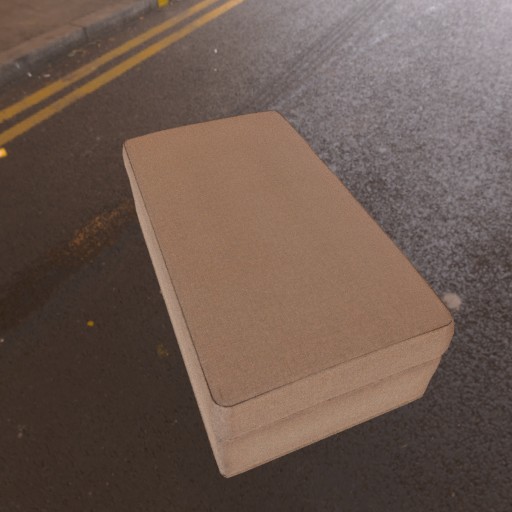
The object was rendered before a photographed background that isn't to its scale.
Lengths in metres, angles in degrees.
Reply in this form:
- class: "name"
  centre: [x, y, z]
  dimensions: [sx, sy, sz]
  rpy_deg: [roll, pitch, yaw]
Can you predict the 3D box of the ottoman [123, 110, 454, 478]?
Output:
- class: "ottoman"
  centre: [0.000, 0.000, 1.423]
  dimensions: [0.617, 0.448, 1.097]
  rpy_deg: [-16, 49, -15]
